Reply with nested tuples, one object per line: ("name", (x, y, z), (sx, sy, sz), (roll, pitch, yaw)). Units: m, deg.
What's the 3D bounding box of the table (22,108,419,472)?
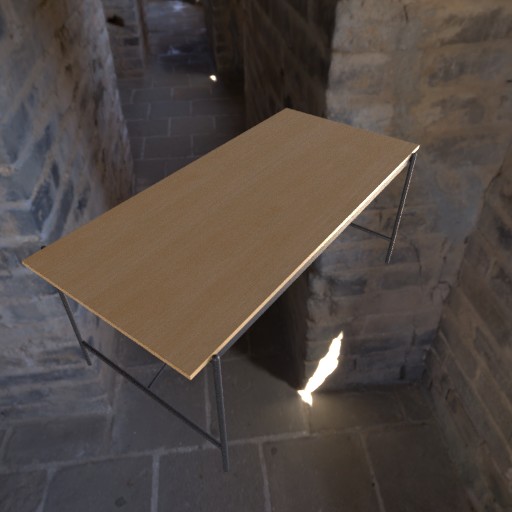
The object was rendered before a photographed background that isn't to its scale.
("table", (0.000, 0.000, 2.262), (0.900, 0.758, 1.800), (25, 47, 27))
